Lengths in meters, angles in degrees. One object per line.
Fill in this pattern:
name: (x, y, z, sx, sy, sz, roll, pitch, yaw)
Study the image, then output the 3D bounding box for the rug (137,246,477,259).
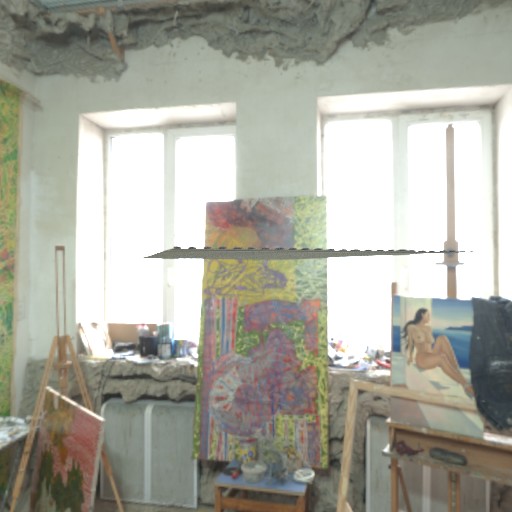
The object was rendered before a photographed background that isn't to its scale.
rug: (0.000, 0.000, 2.618, 1.248, 0.009, 2.108, 0, -1, -18)
